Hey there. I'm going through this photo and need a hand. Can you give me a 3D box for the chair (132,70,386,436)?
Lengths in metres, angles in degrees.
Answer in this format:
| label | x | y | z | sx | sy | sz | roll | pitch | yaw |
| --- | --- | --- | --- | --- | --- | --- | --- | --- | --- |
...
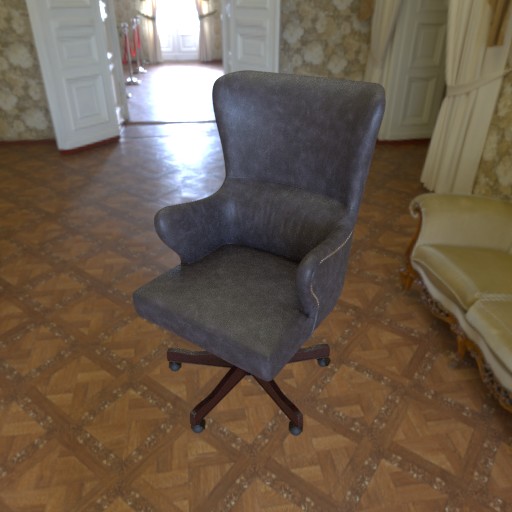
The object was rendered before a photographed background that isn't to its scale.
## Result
| label | x | y | z | sx | sy | sz | roll | pitch | yaw |
| --- | --- | --- | --- | --- | --- | --- | --- | --- | --- |
| chair | 0.000 | 0.000 | 1.453 | 0.594 | 1.037 | 0.717 | 19 | 36 | 30 |
